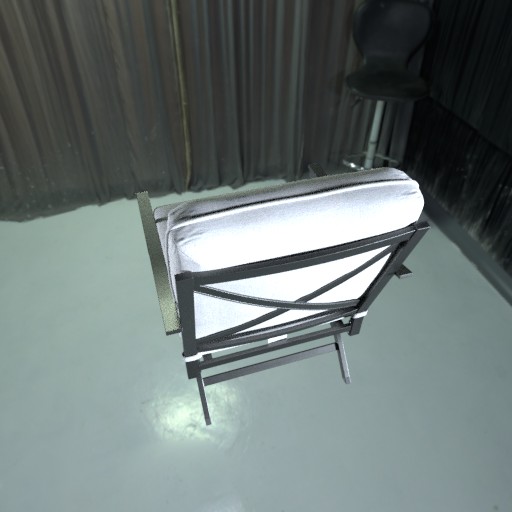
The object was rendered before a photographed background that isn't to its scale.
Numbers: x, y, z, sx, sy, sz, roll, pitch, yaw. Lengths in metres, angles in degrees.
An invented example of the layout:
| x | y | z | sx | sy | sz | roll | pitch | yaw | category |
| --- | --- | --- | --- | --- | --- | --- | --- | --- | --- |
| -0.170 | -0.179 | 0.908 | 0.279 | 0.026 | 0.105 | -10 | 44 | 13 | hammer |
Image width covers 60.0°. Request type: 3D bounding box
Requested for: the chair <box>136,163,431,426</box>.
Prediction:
| x | y | z | sx | sy | sz | roll | pitch | yaw | category |
| --- | --- | --- | --- | --- | --- | --- | --- | --- | --- |
| 0.000 | 0.000 | 1.418 | 0.650 | 0.860 | 0.787 | -12 | 42 | -13 | chair |
